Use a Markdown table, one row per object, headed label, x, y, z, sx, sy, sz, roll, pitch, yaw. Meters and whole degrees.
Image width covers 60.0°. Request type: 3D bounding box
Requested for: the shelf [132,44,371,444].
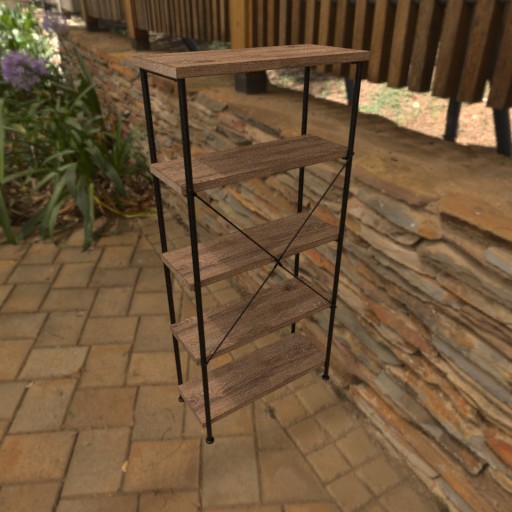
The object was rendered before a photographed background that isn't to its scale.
| label | x | y | z | sx | sy | sz | roll | pitch | yaw |
| --- | --- | --- | --- | --- | --- | --- | --- | --- | --- |
| shelf | 0.000 | 0.000 | 2.035 | 0.800 | 1.700 | 0.360 | -19 | 35 | -29 |
